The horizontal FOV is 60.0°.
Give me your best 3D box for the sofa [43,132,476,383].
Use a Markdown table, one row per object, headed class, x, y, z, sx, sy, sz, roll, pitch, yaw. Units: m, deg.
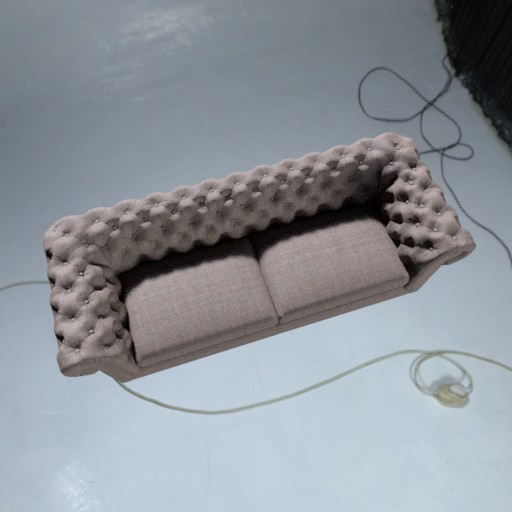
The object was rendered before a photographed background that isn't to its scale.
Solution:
| class | x | y | z | sx | sy | sz | roll | pitch | yaw |
| --- | --- | --- | --- | --- | --- | --- | --- | --- | --- |
| sofa | 0.000 | 0.000 | 2.828 | 2.385 | 0.787 | 0.944 | -16 | 65 | -8 |
